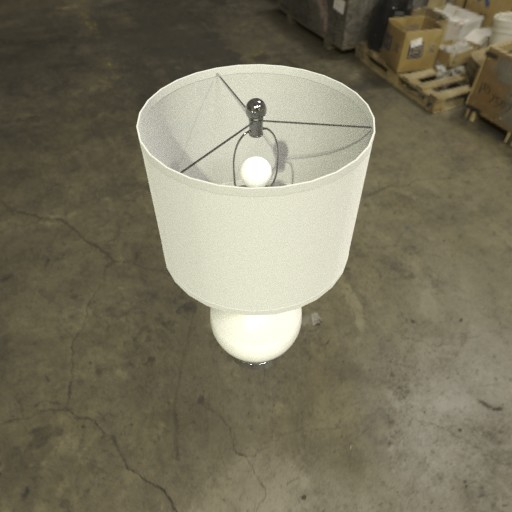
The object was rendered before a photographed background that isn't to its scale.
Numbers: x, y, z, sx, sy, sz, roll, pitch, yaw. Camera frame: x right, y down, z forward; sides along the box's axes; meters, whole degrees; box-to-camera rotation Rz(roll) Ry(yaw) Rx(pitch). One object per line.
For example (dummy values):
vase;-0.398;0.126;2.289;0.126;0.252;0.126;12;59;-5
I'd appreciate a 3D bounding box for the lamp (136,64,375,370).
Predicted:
lamp;0.000;0.000;0.895;0.357;0.673;0.357;-17;49;-16
